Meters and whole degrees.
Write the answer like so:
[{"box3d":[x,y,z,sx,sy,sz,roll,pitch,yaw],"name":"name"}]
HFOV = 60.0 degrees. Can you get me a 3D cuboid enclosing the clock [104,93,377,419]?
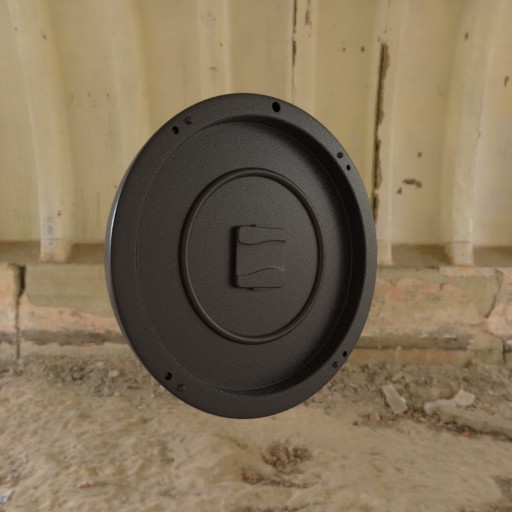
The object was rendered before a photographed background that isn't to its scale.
[{"box3d":[0.000,0.000,0.436,0.300,0.300,0.060,0,0,-35],"name":"clock"}]
